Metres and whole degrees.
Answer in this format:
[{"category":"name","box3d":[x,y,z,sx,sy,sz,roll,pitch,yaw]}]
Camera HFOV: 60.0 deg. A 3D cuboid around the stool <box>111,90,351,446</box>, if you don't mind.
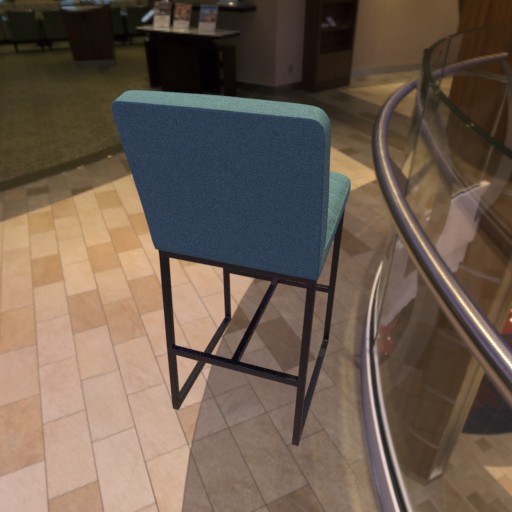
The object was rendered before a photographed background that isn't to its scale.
[{"category":"stool","box3d":[0.000,0.000,1.342,0.460,1.040,0.560,11,34,16]}]
